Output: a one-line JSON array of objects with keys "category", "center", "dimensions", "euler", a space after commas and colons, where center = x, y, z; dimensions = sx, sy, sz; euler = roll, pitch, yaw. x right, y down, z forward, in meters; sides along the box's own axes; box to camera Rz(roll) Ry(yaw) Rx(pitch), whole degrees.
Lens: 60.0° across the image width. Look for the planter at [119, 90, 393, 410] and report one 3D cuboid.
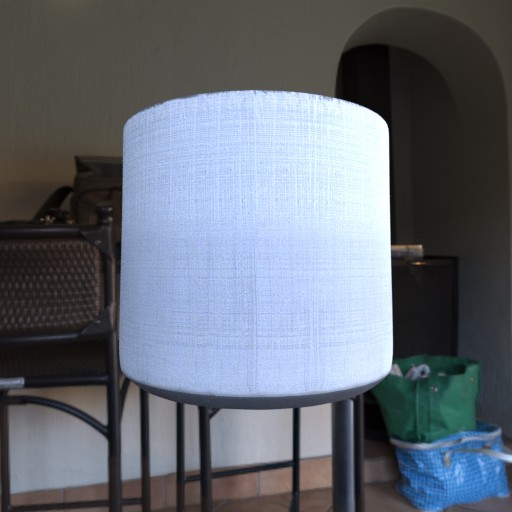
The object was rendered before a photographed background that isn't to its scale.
[{"category": "planter", "center": [0.000, 0.000, 0.376], "dimensions": [0.221, 0.201, 0.221], "euler": [0, -1, 0]}]
